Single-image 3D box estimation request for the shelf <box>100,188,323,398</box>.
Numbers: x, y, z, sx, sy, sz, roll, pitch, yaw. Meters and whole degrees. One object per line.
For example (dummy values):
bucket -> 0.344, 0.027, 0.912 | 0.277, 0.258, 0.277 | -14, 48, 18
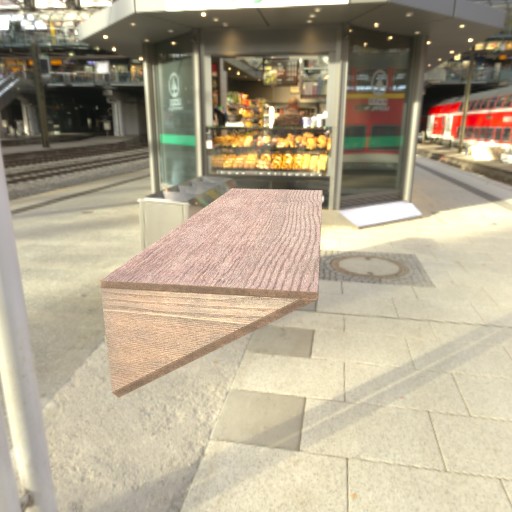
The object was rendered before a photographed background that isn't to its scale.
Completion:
shelf -> 0.000, 0.000, 0.701 | 0.200, 0.125, 0.610 | 2, 17, 8
